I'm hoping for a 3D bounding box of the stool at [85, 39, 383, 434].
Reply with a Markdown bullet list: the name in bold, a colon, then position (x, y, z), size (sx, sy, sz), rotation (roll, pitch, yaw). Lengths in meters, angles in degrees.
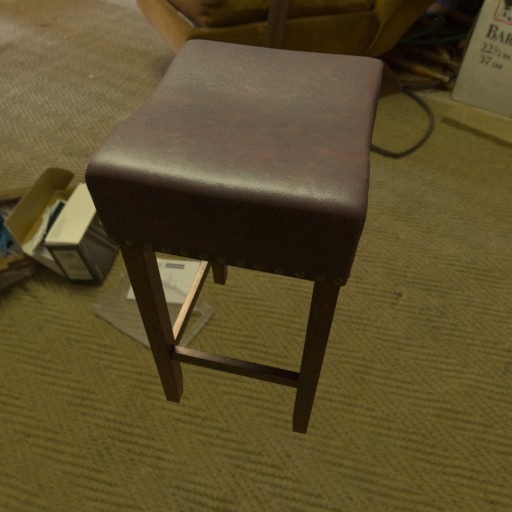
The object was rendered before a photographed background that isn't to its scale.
- **stool**: position (0.000, 0.000, 1.012), size (0.401, 0.769, 0.465), rotation (10, 49, 9)
